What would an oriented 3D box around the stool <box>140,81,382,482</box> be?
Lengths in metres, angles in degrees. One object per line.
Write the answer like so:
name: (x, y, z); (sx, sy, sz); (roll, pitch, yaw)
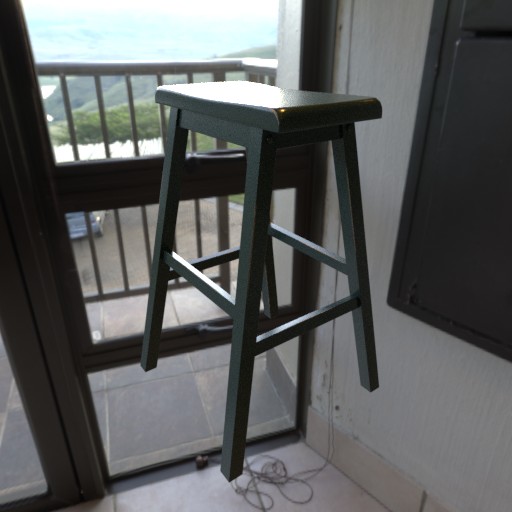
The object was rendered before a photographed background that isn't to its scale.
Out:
stool: (0.000, 0.000, 1.053); (0.476, 0.737, 0.457); (-18, 31, -32)
